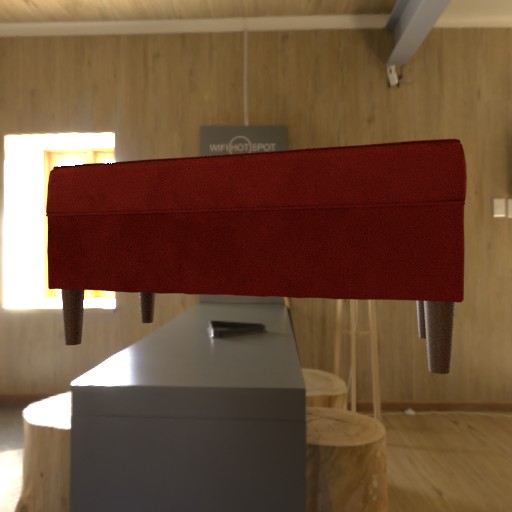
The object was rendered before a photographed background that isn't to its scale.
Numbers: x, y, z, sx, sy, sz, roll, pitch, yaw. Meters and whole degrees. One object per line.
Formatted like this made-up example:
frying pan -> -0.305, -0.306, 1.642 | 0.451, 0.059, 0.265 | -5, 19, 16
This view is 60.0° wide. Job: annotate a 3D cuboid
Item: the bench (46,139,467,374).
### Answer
bench -> 0.000, 0.000, 1.232 | 1.016, 0.471, 0.492 | 0, 1, 17
